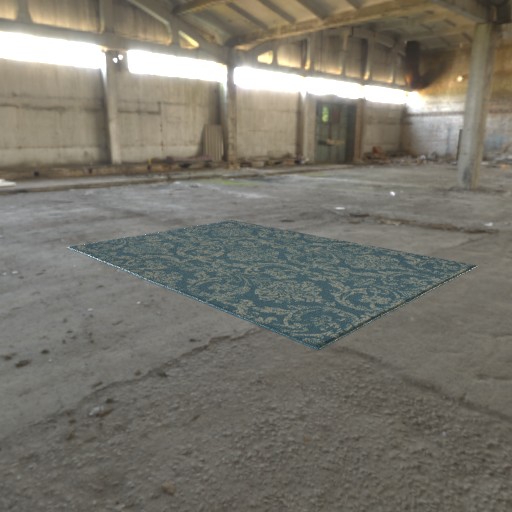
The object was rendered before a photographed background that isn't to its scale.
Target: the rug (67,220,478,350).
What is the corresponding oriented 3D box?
[{"bbox_3d":[0.000,0.000,2.876,1.554,0.012,2.205,-14,20,-43],"label":"rug"}]
